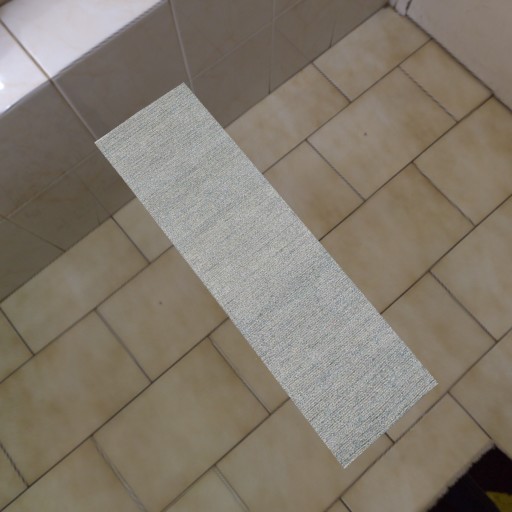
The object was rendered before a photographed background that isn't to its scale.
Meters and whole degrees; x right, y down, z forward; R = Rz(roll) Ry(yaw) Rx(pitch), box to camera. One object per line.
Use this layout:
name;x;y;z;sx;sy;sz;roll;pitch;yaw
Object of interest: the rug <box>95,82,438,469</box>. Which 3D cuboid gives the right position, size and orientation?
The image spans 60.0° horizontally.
rug;0.000;0.000;2.537;0.675;0.037;2.341;-37;80;-8
